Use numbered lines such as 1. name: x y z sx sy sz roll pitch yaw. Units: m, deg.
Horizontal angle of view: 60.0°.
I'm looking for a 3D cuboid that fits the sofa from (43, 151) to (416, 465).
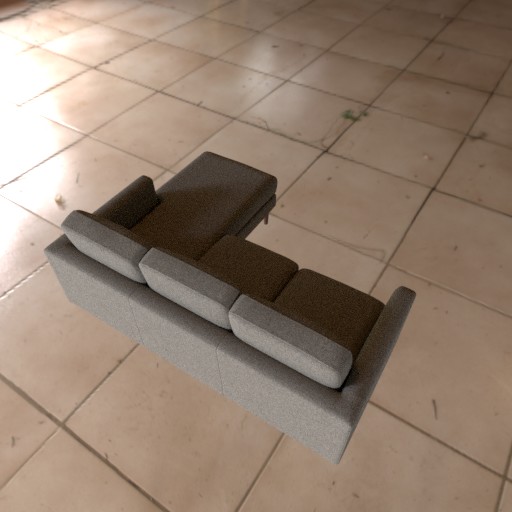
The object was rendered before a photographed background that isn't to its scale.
1. sofa: 0.000 0.000 2.972 2.055 0.957 1.667 25 52 21
